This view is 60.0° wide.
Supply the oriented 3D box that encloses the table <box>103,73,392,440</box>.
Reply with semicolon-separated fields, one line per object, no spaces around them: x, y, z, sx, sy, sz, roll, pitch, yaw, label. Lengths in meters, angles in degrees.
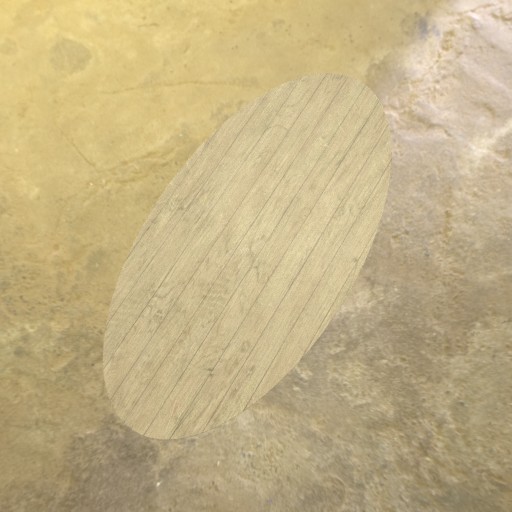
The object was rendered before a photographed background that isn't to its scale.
0.000;0.000;1.318;0.542;0.390;1.083;31;78;8;table
